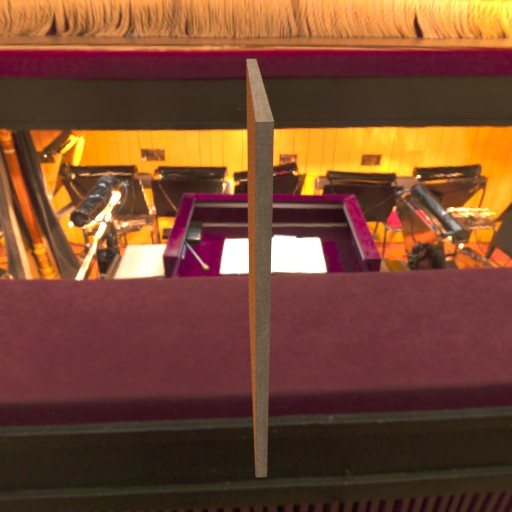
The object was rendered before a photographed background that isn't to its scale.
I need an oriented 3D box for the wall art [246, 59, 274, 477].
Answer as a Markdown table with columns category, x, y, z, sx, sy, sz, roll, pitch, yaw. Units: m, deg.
| category | x | y | z | sx | sy | sz | roll | pitch | yaw |
| --- | --- | --- | --- | --- | --- | --- | --- | --- | --- |
| wall art | 0.000 | 0.000 | 0.823 | 0.020 | 0.613 | 0.481 | -1 | 31 | -2 |
